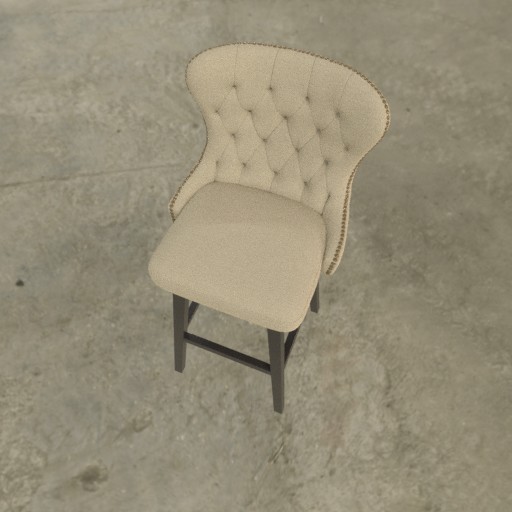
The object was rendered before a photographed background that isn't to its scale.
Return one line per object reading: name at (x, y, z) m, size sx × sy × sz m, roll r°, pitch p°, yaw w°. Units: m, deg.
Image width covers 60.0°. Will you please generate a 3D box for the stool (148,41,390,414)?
stool at (0.000, 0.000, 1.398) m, size 0.528 × 1.066 × 0.605 m, roll 19°, pitch 60°, yaw 11°
